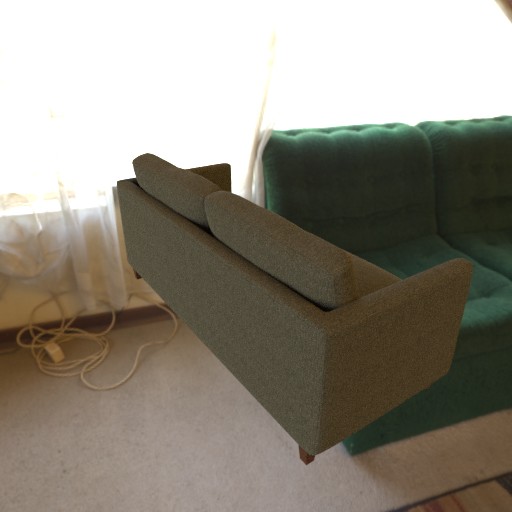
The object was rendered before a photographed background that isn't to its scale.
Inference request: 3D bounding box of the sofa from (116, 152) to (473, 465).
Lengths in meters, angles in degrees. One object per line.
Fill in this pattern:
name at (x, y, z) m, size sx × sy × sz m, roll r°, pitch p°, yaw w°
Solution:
sofa at (0.000, 0.000, 2.683) m, size 0.948 × 0.965 × 2.208 m, roll -17°, pitch 31°, yaw -30°
